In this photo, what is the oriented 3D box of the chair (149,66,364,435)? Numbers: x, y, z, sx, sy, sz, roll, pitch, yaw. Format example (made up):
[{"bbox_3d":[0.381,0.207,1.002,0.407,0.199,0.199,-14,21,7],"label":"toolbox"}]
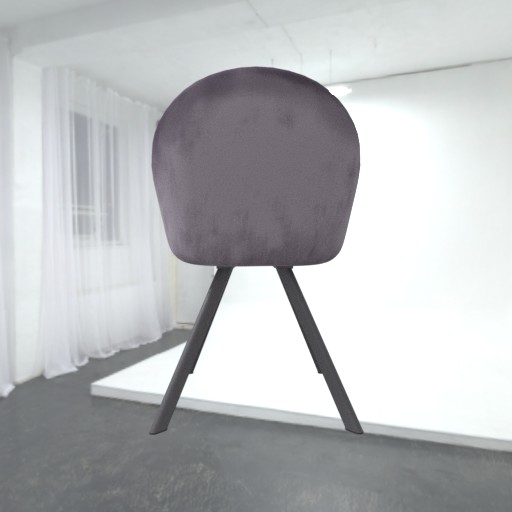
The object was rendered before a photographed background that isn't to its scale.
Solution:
[{"bbox_3d":[0.000,0.000,1.196,0.550,0.795,0.590,0,2,0],"label":"chair"}]
